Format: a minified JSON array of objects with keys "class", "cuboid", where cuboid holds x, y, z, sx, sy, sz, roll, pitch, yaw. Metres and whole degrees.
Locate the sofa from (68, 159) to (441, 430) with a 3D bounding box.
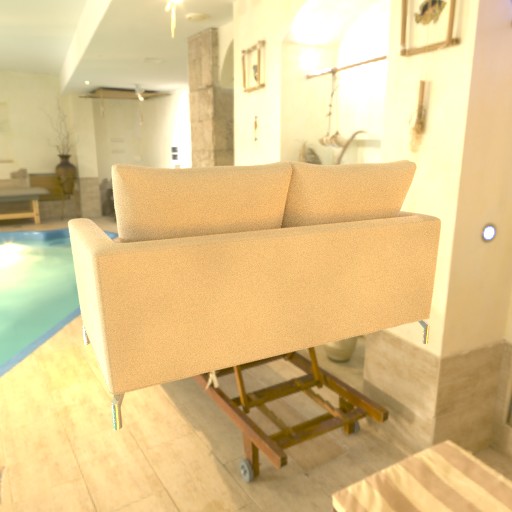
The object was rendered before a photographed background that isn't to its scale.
[{"class":"sofa","cuboid":[0.000,0.000,2.346,1.739,0.995,0.906,-7,15,-27]}]
